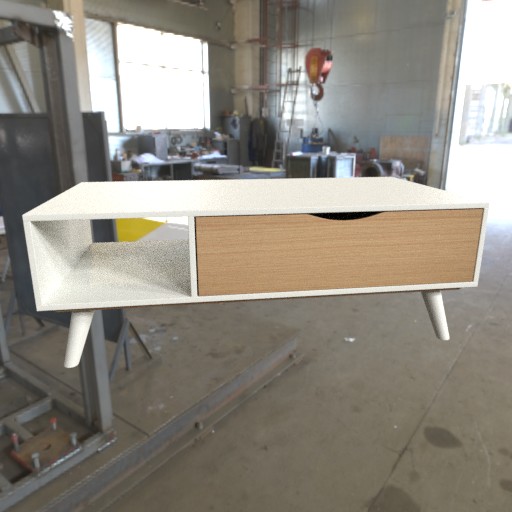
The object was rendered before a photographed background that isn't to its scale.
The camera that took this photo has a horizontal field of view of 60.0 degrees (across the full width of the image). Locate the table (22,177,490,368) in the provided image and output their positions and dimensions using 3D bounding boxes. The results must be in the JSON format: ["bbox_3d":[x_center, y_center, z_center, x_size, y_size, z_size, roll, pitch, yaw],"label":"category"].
[{"bbox_3d":[0.000,0.000,1.468,1.194,0.432,0.609,-2,17,-8],"label":"table"}]
